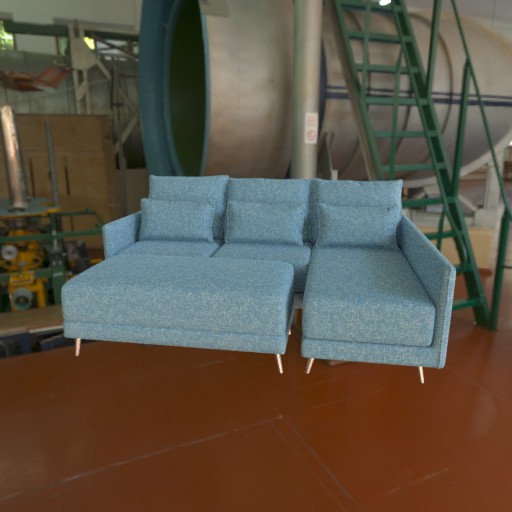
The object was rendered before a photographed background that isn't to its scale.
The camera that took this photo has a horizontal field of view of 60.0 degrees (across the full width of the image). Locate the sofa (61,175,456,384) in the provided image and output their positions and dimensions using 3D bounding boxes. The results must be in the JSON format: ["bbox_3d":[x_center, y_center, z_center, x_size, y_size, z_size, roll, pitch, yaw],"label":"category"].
[{"bbox_3d":[0.000,0.000,2.822,2.034,0.899,1.420,2,15,9],"label":"sofa"}]
